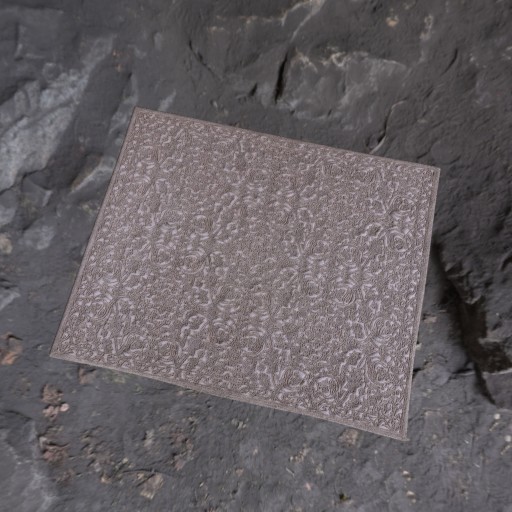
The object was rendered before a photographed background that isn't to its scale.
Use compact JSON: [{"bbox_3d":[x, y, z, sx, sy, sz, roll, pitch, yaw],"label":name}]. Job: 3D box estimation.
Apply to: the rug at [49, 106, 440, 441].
[{"bbox_3d":[0.000,0.000,3.955,3.017,0.035,2.472,12,75,3],"label":"rug"}]
